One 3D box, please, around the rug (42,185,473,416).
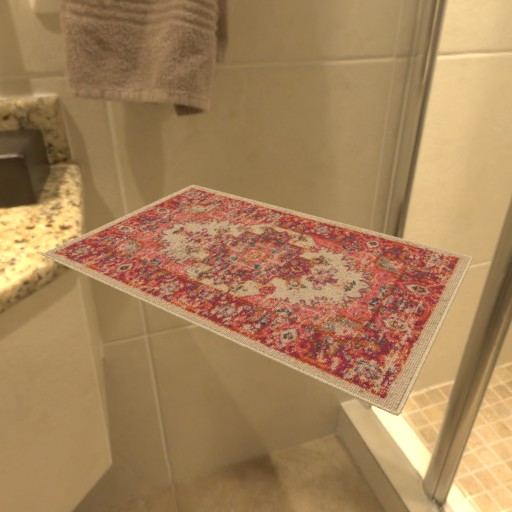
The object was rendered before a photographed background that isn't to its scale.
[{"bbox_3d":[0.000,0.000,1.055,0.868,0.004,0.556,18,35,28],"label":"rug"}]
